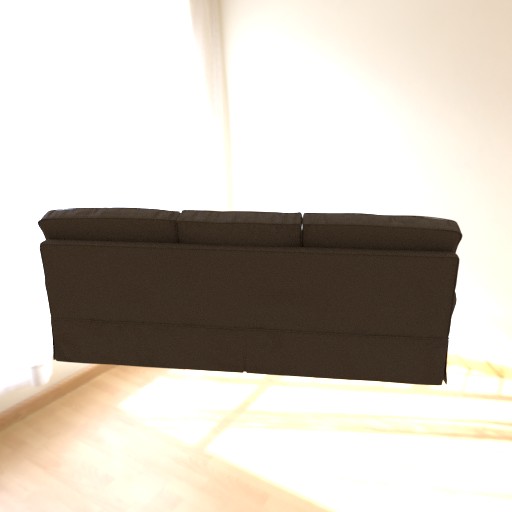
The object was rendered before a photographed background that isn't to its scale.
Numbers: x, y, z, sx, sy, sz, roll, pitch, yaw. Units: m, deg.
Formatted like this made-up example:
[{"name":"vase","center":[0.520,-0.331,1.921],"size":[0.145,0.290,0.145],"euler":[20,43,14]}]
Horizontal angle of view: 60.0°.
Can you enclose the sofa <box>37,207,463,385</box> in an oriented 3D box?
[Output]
[{"name":"sofa","center":[0.000,0.000,3.358],"size":[2.475,0.978,1.733],"euler":[2,17,6]}]
